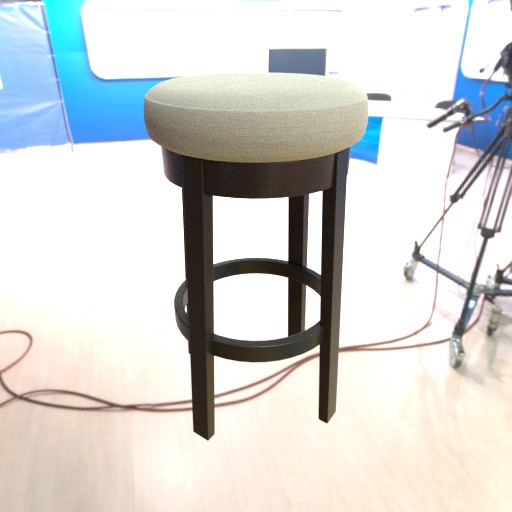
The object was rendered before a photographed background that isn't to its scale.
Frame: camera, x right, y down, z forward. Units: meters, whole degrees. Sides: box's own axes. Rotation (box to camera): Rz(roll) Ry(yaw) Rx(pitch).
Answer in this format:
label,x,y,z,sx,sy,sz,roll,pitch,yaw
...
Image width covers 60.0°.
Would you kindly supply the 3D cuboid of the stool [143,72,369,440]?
label,x,y,z,sx,sy,sz,roll,pitch,yaw
stool,0.000,0.000,1.012,0.446,0.758,0.446,0,27,0
